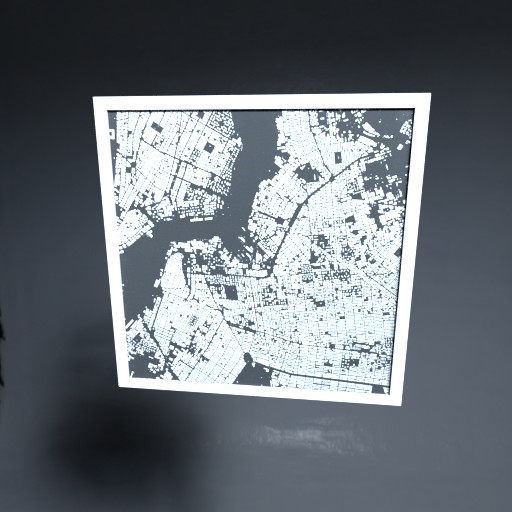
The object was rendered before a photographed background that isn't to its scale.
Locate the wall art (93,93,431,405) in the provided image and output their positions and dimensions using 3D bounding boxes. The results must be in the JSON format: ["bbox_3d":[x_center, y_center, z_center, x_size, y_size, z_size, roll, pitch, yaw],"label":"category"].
[{"bbox_3d":[0.000,0.000,0.743,0.506,0.506,0.038,2,15,7],"label":"wall art"}]
